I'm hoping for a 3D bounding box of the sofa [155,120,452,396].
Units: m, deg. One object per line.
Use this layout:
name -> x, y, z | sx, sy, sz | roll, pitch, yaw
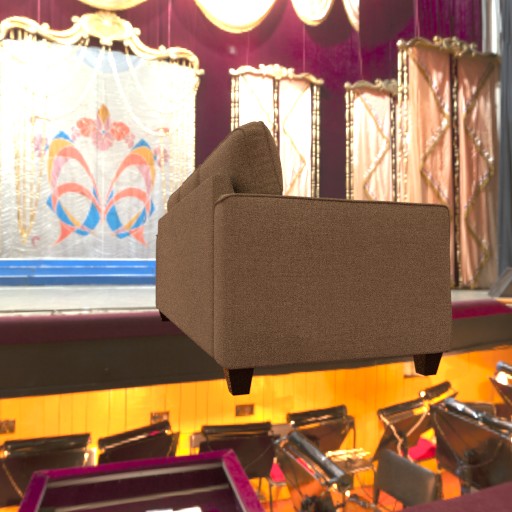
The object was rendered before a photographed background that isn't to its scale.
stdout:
sofa -> 0.000, 0.000, 2.573 | 0.939, 0.965, 2.133 | 0, -1, -19
